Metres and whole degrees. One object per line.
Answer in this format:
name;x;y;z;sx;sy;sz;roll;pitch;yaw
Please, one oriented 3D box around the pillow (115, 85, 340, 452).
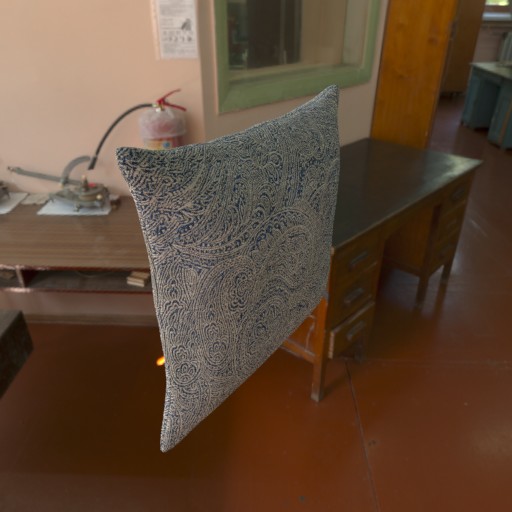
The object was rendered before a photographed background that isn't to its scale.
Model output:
pillow;0.000;0.000;0.782;0.166;0.510;0.523;20;36;30
